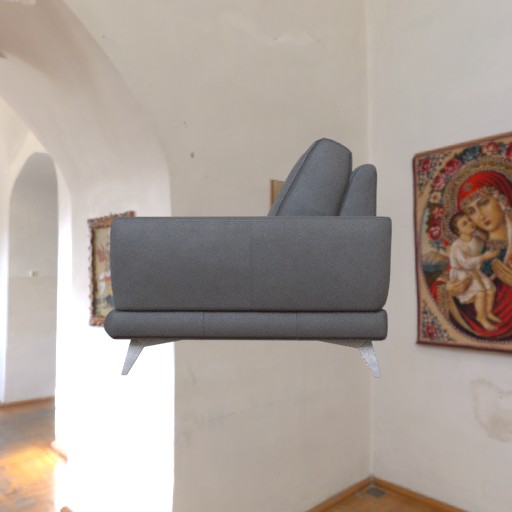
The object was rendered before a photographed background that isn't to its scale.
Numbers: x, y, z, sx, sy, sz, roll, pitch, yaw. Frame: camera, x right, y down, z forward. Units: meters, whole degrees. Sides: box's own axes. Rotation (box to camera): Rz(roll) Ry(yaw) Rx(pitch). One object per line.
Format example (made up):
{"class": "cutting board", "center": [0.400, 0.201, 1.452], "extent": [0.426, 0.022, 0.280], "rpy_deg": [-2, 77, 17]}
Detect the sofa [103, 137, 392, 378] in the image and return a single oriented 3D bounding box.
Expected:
{"class": "sofa", "center": [0.000, 0.000, 2.406], "extent": [1.018, 0.907, 1.806], "rpy_deg": [0, -2, 2]}
